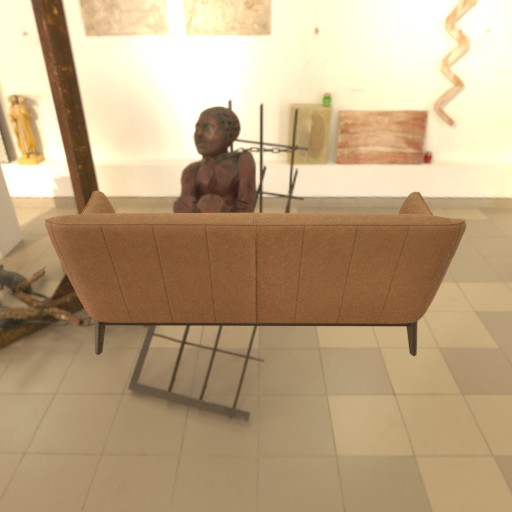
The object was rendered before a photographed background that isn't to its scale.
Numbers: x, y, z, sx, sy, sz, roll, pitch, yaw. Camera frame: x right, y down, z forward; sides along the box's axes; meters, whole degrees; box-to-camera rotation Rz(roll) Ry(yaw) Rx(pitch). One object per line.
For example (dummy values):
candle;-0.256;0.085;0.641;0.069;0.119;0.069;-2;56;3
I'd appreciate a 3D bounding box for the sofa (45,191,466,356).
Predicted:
sofa;0.000;0.000;2.374;1.928;0.830;0.869;0;30;0
